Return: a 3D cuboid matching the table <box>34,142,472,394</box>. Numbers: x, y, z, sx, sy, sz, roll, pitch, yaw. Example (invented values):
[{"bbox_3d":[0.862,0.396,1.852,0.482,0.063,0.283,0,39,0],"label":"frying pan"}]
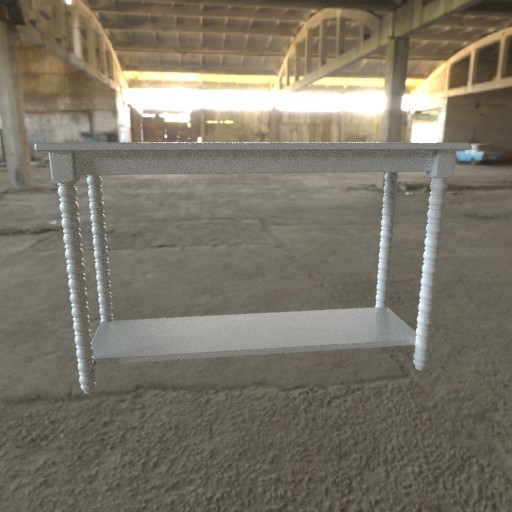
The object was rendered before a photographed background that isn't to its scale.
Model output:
[{"bbox_3d":[0.000,0.000,1.492,1.184,0.740,0.459,-2,15,-7],"label":"table"}]
